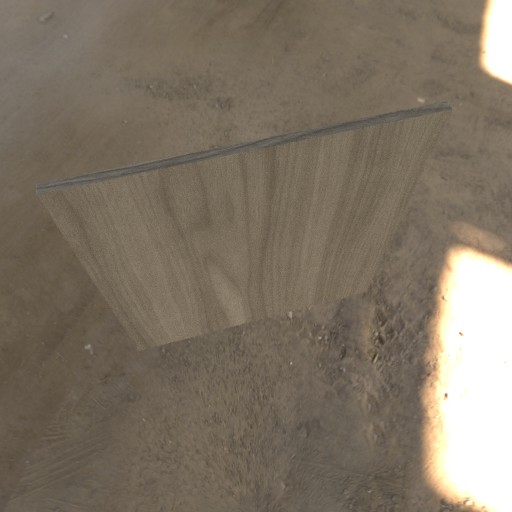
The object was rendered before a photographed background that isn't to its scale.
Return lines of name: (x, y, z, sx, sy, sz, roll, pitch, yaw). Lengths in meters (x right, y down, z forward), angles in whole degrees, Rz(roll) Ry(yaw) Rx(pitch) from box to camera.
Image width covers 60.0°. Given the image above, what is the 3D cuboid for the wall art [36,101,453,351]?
wall art: (0.000, 0.000, 0.740, 0.508, 0.507, 0.016, -13, 60, -8)
